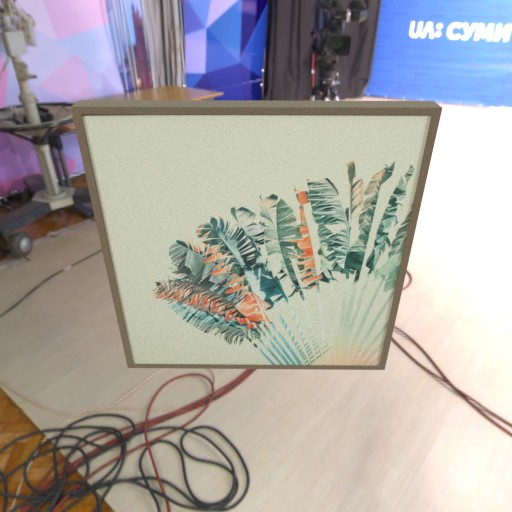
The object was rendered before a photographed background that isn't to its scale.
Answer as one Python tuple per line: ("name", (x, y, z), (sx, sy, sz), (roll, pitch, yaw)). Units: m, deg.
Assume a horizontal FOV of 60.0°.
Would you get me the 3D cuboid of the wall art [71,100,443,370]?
("wall art", (0.000, 0.000, 0.758), (0.508, 0.506, 0.038), (0, 32, 0))
